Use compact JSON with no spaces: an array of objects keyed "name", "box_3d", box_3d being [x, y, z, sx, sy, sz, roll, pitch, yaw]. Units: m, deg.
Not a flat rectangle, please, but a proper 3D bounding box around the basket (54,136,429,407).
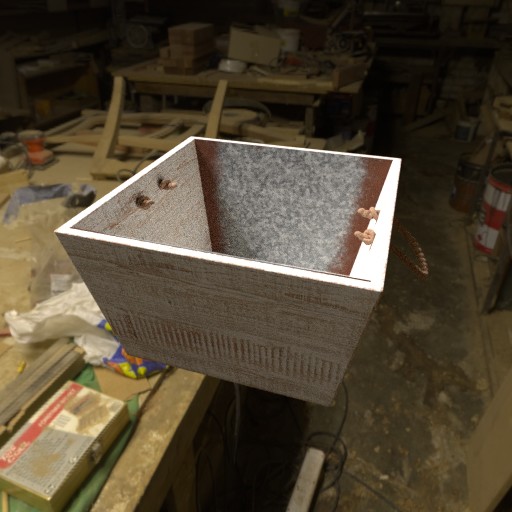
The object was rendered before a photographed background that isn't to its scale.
[{"name":"basket","box_3d":[0.000,0.000,0.748,0.545,0.247,0.413,10,34,15]}]
